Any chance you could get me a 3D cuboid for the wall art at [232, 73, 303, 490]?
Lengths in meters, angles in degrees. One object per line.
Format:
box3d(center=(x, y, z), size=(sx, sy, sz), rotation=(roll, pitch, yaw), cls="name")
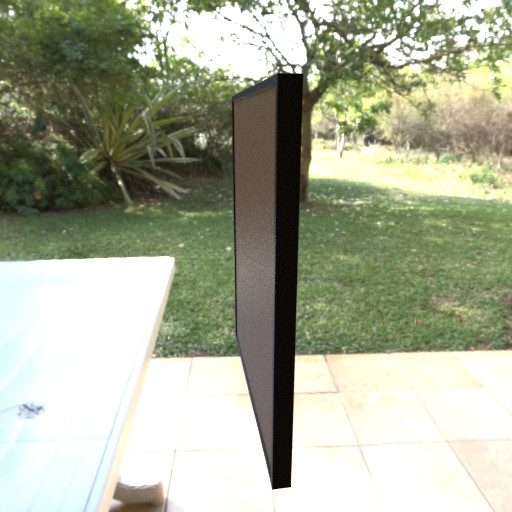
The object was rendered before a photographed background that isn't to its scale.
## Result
box3d(center=(0.000, 0.000, 0.538), size=(0.019, 0.381, 0.330), rotation=(-3, 17, -8), cls="wall art")
